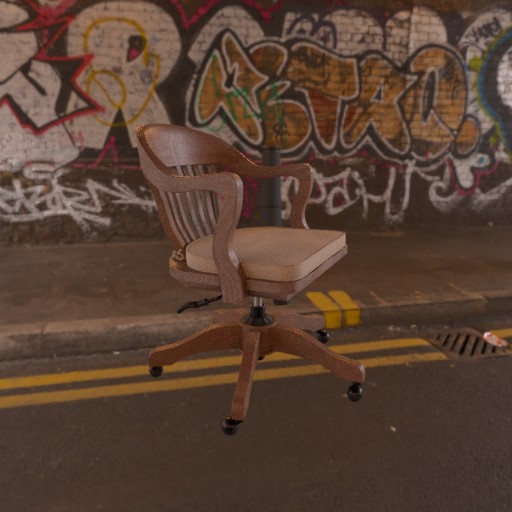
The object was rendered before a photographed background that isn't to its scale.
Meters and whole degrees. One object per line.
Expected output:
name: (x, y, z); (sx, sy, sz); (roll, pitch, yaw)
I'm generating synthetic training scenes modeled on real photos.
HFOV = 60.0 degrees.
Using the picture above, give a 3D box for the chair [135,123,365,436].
chair: (0.000, 0.000, 1.510); (0.788, 0.878, 0.750); (7, 16, 26)
